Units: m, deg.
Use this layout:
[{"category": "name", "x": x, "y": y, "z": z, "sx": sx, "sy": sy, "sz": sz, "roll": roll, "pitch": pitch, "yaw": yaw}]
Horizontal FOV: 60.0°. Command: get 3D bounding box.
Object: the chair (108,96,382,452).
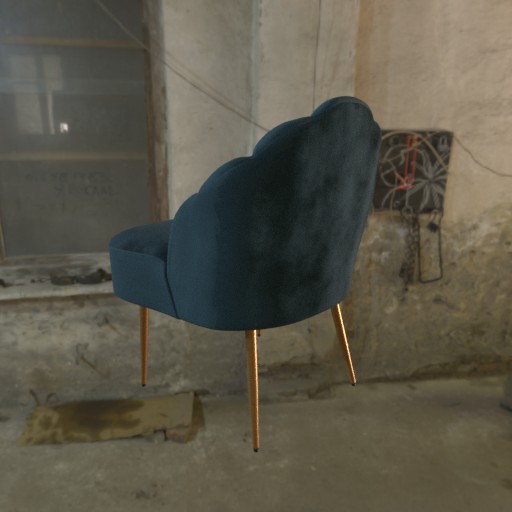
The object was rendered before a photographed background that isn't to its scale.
[{"category": "chair", "x": 0.000, "y": 0.000, "z": 1.253, "sx": 0.657, "sy": 0.819, "sz": 0.599, "roll": -14, "pitch": 21, "yaw": -43}]
